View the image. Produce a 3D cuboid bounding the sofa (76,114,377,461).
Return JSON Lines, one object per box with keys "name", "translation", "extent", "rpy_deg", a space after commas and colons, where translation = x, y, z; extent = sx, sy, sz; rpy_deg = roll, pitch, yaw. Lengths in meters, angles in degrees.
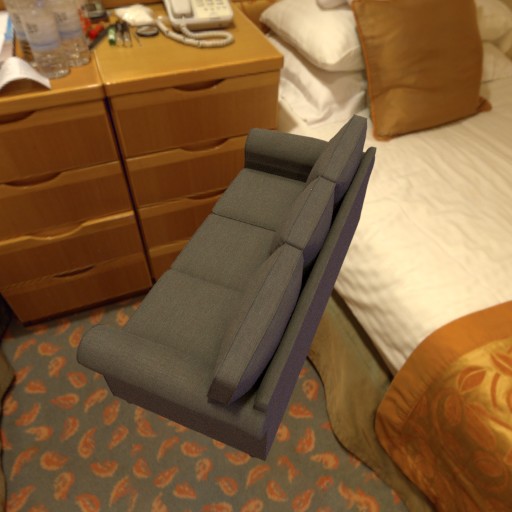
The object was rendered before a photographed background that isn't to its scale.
{"name": "sofa", "translation": [0.000, 0.000, 2.618], "extent": [0.909, 0.966, 2.084], "rpy_deg": [17, 49, 16]}
